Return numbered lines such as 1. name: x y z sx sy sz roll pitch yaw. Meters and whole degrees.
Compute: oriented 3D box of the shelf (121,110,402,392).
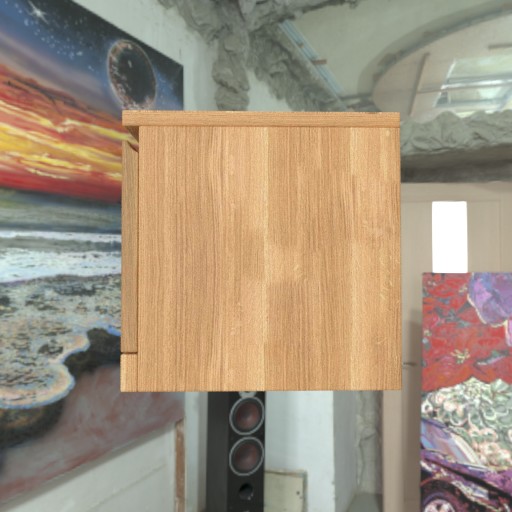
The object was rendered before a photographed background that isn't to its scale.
1. shelf: 0.000 0.000 1.031 0.400 0.400 0.800 0 -1 -1
